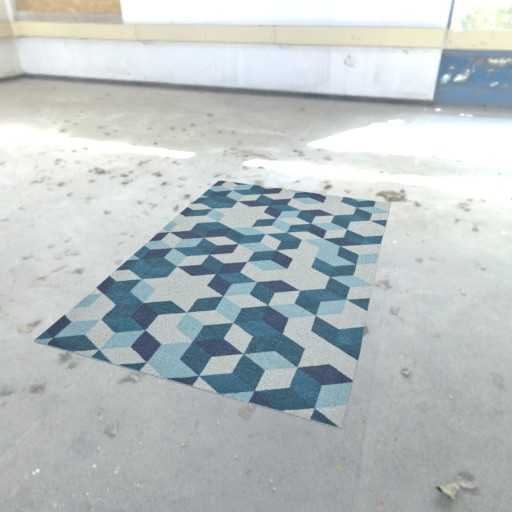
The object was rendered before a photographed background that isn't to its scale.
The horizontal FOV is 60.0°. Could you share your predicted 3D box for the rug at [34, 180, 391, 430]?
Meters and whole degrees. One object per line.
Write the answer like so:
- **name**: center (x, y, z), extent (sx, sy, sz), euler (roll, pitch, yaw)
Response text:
- **rug**: center (0.000, 0.000, 2.315), extent (1.235, 0.014, 1.829), euler (10, 32, 17)
